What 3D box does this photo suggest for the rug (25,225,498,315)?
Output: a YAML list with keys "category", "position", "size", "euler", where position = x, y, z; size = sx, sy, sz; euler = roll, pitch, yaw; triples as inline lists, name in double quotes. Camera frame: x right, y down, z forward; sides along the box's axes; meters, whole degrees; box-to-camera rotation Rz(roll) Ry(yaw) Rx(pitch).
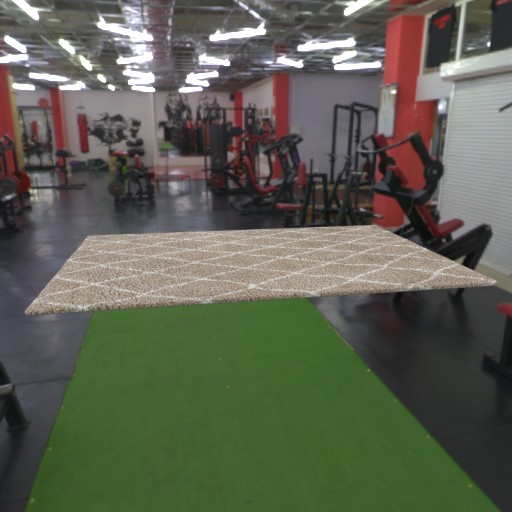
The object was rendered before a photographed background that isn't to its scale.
- category: "rug"
  position: [0.000, 0.000, 3.352]
  size: [2.743, 0.030, 1.778]
  euler: [-3, 16, -10]
